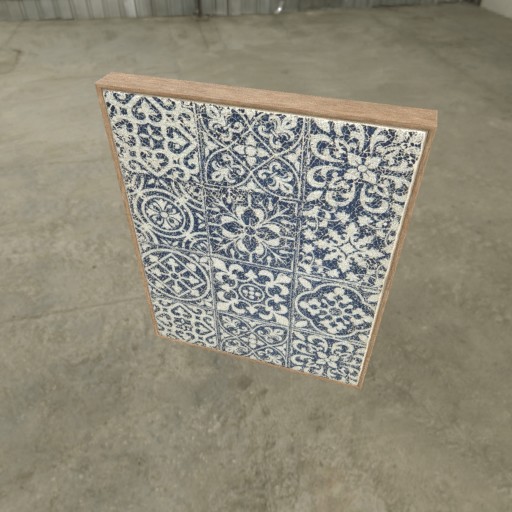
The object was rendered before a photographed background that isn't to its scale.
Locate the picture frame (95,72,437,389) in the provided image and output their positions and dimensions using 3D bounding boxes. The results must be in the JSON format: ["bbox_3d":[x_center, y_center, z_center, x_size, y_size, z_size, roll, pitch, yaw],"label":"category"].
[{"bbox_3d":[0.000,0.000,0.718,0.424,0.526,0.043,12,43,13],"label":"picture frame"}]
